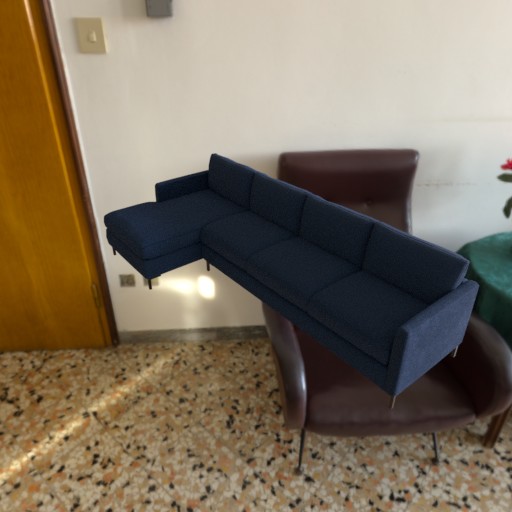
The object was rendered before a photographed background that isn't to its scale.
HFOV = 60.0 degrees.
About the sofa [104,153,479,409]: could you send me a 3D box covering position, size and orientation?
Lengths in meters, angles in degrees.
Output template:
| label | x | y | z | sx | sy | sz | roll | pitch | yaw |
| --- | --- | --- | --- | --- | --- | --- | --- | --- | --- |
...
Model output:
| label | x | y | z | sx | sy | sz | roll | pitch | yaw |
| --- | --- | --- | --- | --- | --- | --- | --- | --- | --- |
| sofa | 0.000 | 0.000 | 2.932 | 1.128 | 0.679 | 2.450 | -22 | 37 | -33 |
